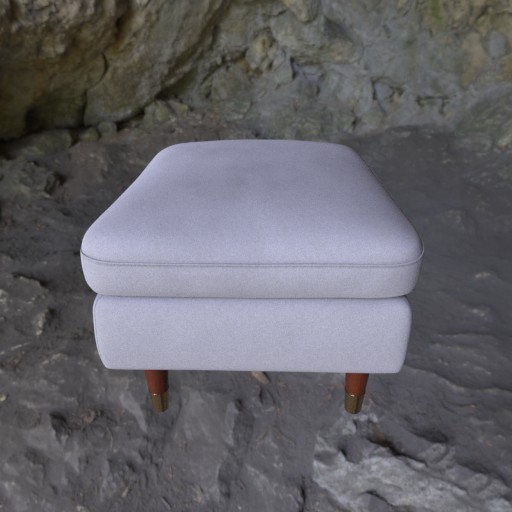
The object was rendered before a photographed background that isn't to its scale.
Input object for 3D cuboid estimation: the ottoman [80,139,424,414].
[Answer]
[{"bbox_3d":[0.000,0.000,1.094,0.593,0.478,0.747,0,26,1],"label":"ottoman"}]
